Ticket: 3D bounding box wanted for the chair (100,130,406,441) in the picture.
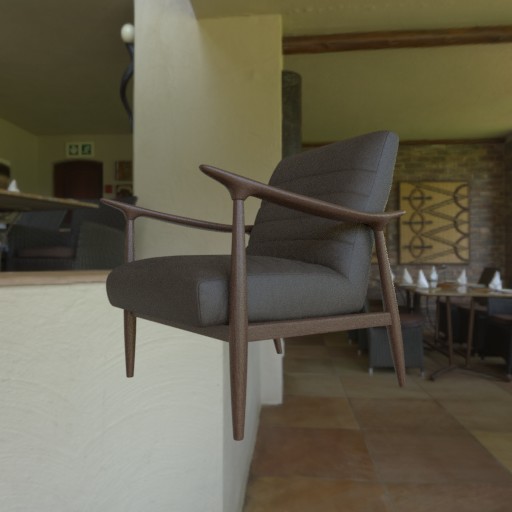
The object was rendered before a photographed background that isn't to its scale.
[{"bbox_3d":[0.000,0.000,1.443,0.798,0.831,0.741,0,0,-37],"label":"chair"}]
